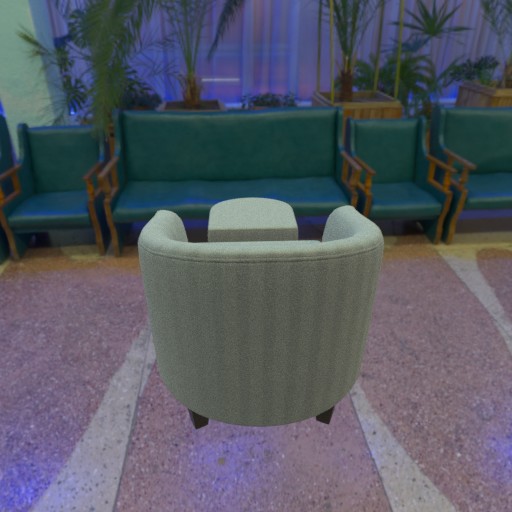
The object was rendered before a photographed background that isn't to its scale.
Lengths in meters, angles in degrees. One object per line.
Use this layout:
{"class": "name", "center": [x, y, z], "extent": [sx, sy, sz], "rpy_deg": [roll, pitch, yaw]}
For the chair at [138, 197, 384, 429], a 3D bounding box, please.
{"class": "chair", "center": [0.000, 0.000, 1.754], "extent": [0.756, 0.757, 1.288], "rpy_deg": [-1, 30, -2]}
